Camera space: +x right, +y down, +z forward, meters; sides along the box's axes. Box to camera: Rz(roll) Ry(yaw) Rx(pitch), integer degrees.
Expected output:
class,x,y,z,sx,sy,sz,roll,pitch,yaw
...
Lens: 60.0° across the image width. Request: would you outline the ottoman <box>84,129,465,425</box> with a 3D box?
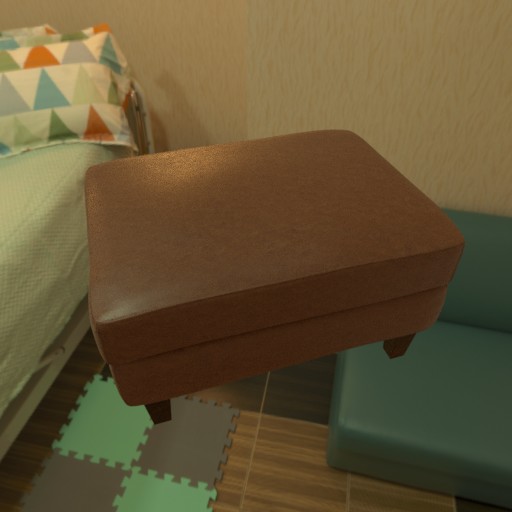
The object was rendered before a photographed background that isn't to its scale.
class,x,y,z,sx,sy,sz,roll,pitch,yaw
ottoman,0.000,0.000,1.261,0.851,0.485,0.650,-11,42,-13
